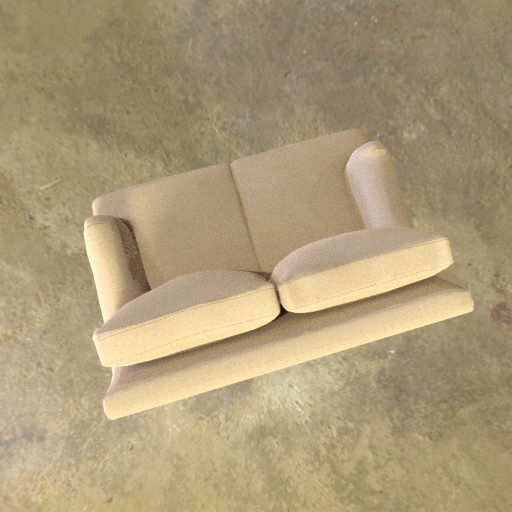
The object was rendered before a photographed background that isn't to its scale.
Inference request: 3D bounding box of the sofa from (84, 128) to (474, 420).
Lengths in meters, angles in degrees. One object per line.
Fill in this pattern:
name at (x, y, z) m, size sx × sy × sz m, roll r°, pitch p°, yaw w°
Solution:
sofa at (0.000, 0.000, 2.192) m, size 1.508 × 1.048 × 1.087 m, roll -16°, pitch 76°, yaw -4°
